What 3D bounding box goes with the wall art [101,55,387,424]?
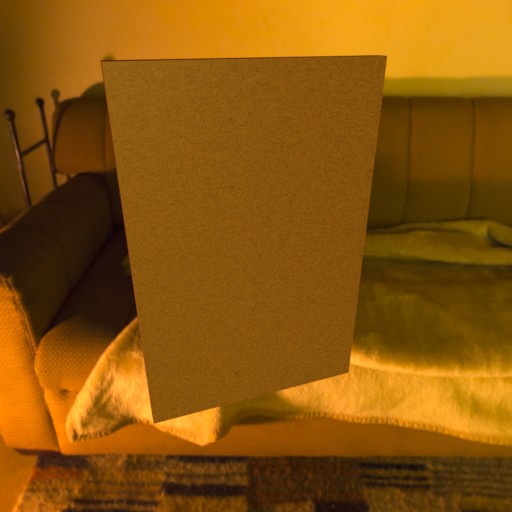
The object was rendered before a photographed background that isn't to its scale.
[{"bbox_3d":[0.000,0.000,1.119,0.610,0.914,0.037,-9,28,-17],"label":"wall art"}]
